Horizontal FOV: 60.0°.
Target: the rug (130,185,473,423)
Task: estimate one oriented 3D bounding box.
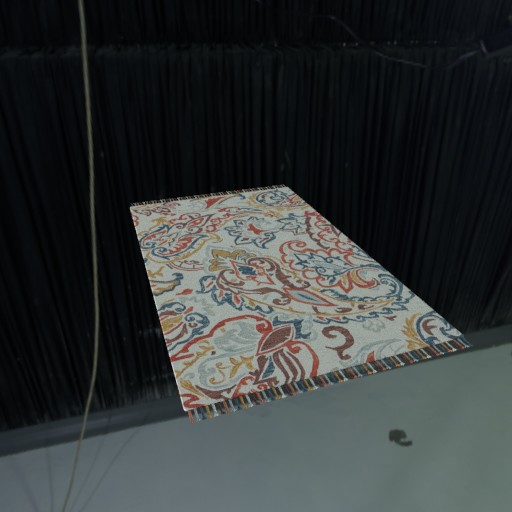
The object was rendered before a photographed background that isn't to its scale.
[{"bbox_3d":[0.000,0.000,3.168,1.523,0.010,2.584,-10,30,-17],"label":"rug"}]
